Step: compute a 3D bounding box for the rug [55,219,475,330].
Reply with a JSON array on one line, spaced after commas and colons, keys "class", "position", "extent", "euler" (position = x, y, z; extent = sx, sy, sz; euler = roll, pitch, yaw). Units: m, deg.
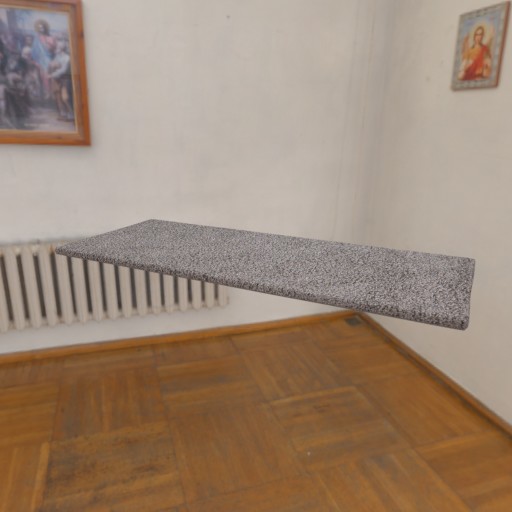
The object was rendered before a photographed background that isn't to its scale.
[{"class": "rug", "position": [0.000, 0.000, 1.719], "extent": [1.524, 0.030, 0.609], "euler": [9, 19, 26]}]
